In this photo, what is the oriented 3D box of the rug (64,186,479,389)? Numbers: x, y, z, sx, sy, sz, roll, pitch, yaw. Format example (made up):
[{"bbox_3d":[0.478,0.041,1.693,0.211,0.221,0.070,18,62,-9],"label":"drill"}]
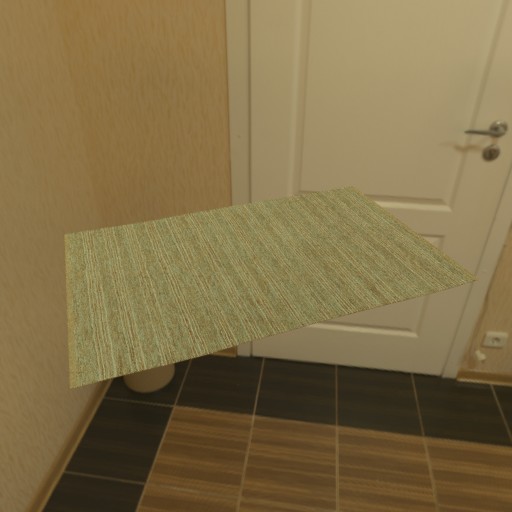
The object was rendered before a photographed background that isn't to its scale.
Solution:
[{"bbox_3d":[0.000,0.000,3.035,2.448,0.012,1.540,-12,35,-17],"label":"rug"}]
